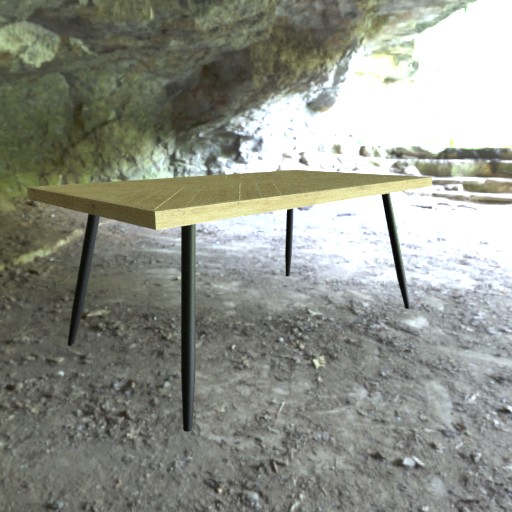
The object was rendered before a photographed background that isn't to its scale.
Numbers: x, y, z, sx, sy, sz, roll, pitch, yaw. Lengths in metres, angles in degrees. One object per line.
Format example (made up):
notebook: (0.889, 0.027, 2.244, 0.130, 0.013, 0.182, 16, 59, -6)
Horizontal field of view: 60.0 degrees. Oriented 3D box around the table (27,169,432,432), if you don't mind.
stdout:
table: (0.000, 0.000, 2.286, 0.991, 0.762, 1.803, 14, 20, 43)
